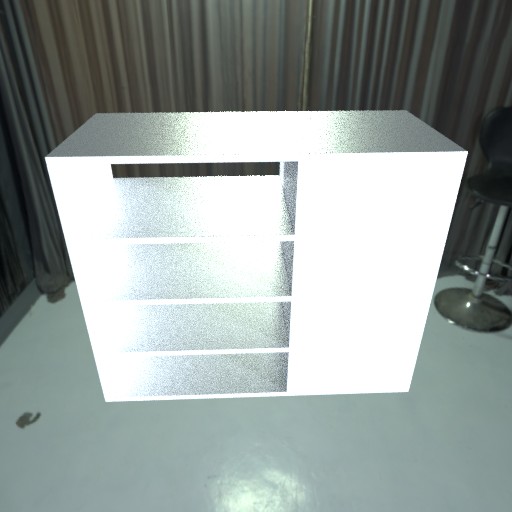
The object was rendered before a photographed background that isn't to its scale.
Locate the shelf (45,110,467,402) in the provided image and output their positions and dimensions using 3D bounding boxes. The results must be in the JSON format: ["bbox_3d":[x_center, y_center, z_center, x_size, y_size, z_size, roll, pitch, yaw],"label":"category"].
[{"bbox_3d":[0.000,0.000,1.293,0.895,0.732,0.396,-1,31,-2],"label":"shelf"}]
